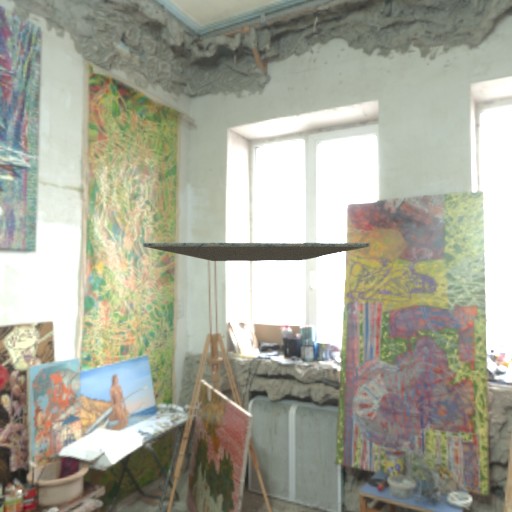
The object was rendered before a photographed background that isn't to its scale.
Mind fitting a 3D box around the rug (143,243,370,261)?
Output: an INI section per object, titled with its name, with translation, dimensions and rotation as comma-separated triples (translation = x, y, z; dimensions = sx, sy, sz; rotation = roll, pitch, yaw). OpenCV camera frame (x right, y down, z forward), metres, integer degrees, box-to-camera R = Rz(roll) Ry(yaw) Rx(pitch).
[rug]
translation = 0.000, 0.000, 2.708
dimensions = 0.770, 0.013, 2.434
rotation = 0, -2, 0
